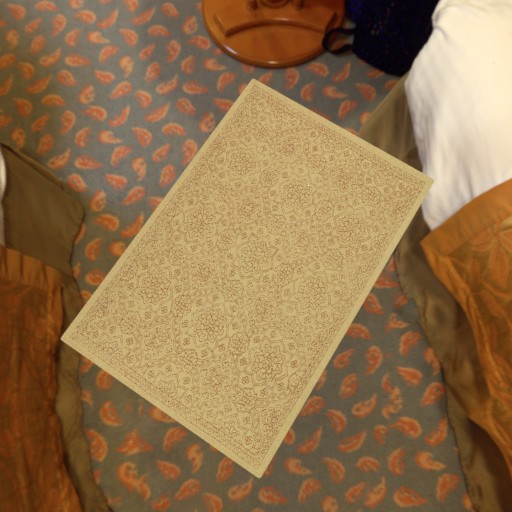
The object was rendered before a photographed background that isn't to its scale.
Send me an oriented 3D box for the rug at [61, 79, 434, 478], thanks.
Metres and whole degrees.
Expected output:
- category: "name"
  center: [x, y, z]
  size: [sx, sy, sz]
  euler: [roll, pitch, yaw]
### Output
- category: "rug"
  center: [0.000, 0.000, 2.385]
  size: [1.219, 0.010, 1.829]
  euler: [32, 78, 8]
